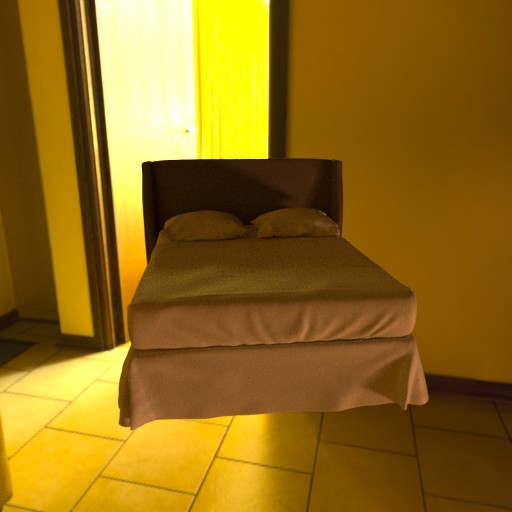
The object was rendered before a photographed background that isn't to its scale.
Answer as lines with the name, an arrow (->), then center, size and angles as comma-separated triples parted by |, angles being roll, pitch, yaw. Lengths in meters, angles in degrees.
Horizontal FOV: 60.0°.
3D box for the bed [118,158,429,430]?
bed -> 0.000, 0.000, 3.399 | 1.925, 1.332, 2.276 | -2, 16, -6
